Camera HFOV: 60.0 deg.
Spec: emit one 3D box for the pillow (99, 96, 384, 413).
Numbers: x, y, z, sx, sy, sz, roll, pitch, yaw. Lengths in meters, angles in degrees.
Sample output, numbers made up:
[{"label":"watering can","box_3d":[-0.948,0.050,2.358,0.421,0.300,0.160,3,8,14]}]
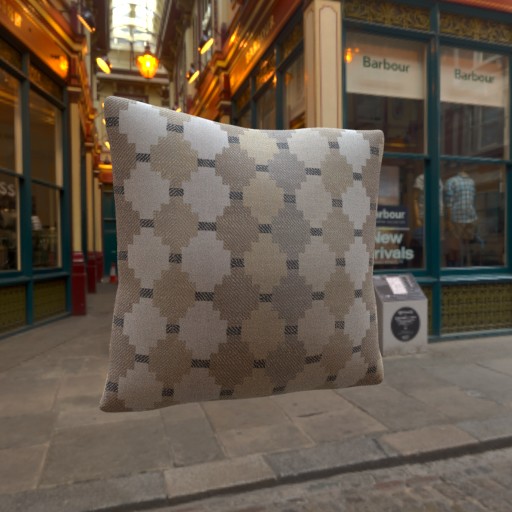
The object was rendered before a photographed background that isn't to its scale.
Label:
[{"label":"pillow","box_3d":[0.000,0.000,0.860,0.578,0.558,0.192,0,1,-19]}]
